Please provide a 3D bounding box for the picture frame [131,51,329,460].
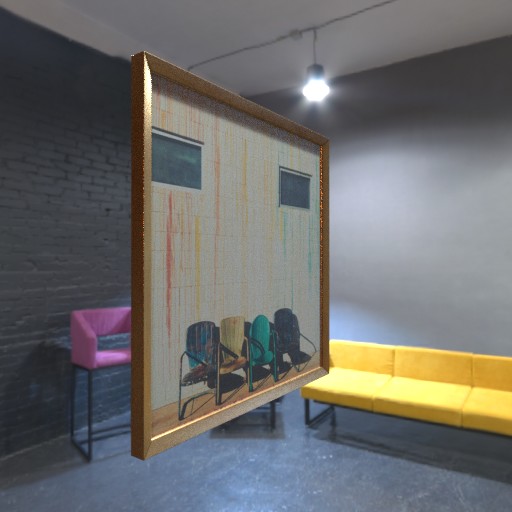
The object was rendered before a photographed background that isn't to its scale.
[{"bbox_3d":[0.000,0.000,1.139,0.037,0.761,0.758,0,0,36],"label":"picture frame"}]
